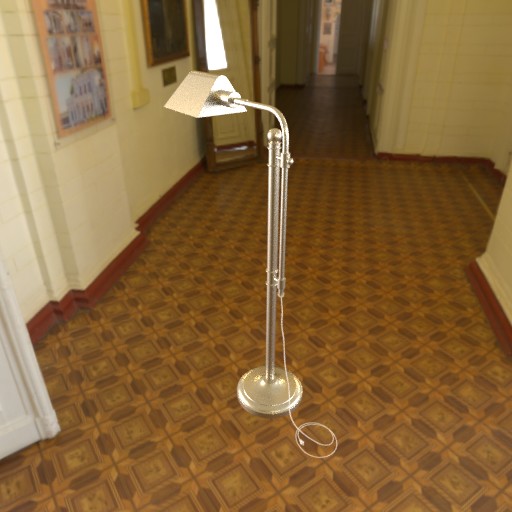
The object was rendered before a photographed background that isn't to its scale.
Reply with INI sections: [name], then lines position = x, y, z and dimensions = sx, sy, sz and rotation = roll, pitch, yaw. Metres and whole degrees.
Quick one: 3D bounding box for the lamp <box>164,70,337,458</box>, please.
[lamp]
position = 0.000, 0.000, 0.959
dimensions = 0.159, 0.708, 0.546
rotation = -18, 33, -30
